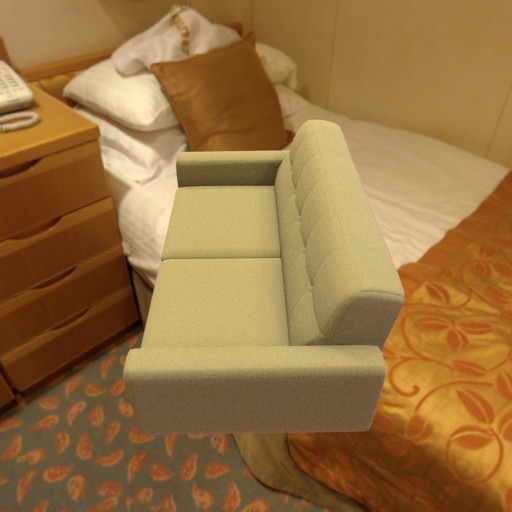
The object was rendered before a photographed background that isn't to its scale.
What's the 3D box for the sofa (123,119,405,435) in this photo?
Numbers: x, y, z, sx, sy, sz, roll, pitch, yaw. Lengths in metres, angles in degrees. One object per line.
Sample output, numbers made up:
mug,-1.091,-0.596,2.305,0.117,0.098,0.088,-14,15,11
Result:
sofa,0.000,0.000,2.252,0.980,0.892,1.655,-1,40,-1
